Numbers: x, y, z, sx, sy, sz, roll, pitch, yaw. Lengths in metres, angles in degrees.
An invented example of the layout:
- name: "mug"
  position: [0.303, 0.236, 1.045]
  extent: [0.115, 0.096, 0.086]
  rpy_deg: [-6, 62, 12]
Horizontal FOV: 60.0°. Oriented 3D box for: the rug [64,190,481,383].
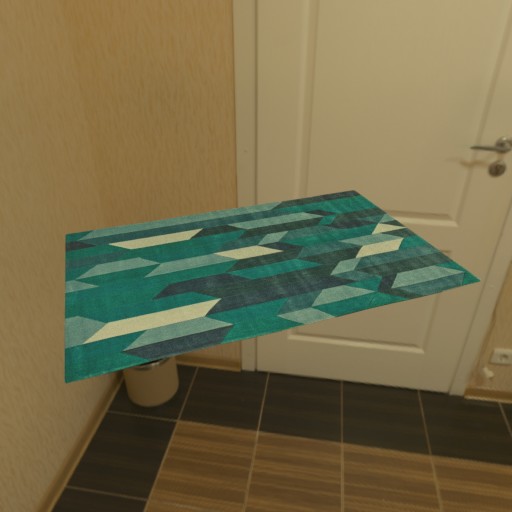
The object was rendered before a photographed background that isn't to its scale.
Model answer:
- name: "rug"
  position: [0.000, 0.000, 2.994]
  extent: [2.420, 0.005, 1.528]
  rpy_deg: [-11, 33, -17]
